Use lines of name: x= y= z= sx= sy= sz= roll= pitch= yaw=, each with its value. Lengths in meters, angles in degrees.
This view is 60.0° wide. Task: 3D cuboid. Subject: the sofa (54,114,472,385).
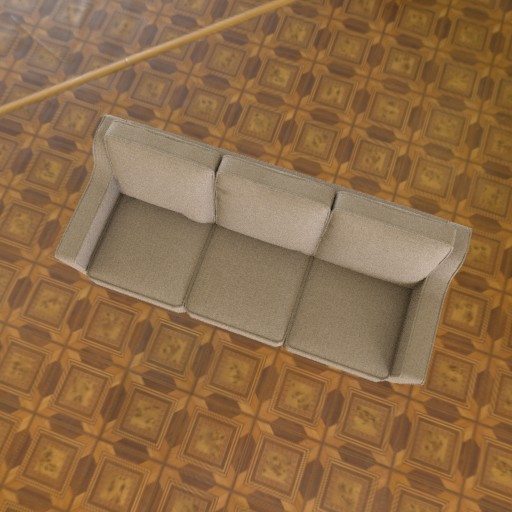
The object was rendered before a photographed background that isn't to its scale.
sofa: x=0.000 y=0.000 z=2.613 sx=2.129 sy=0.950 sz=0.899 roll=18 pitch=75 yaw=5
